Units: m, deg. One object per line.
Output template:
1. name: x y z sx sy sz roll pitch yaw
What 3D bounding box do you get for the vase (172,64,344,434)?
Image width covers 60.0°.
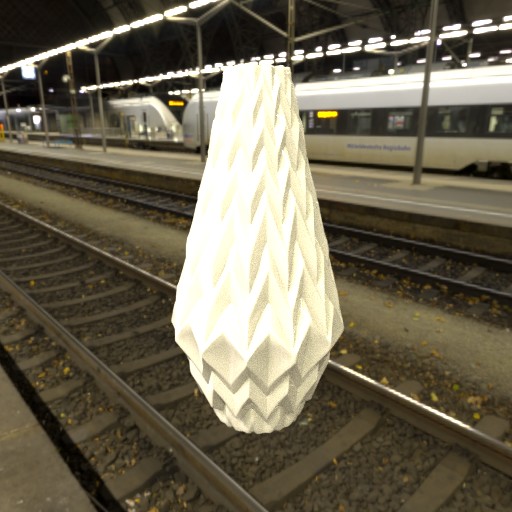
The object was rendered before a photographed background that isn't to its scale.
1. vase: 0.000 0.000 0.418 0.167 0.328 0.167 0 17 0
